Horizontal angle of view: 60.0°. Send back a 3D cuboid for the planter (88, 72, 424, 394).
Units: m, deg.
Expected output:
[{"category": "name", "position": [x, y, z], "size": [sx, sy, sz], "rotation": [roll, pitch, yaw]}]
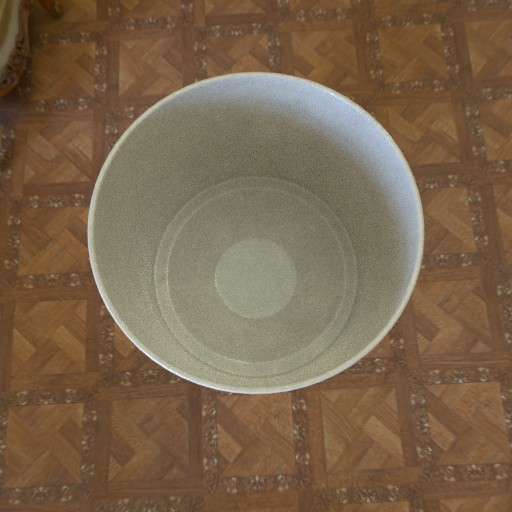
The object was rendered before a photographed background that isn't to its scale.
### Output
[{"category": "planter", "position": [0.000, 0.000, 0.338], "size": [0.190, 0.181, 0.190], "rotation": [0, 76, 0]}]
